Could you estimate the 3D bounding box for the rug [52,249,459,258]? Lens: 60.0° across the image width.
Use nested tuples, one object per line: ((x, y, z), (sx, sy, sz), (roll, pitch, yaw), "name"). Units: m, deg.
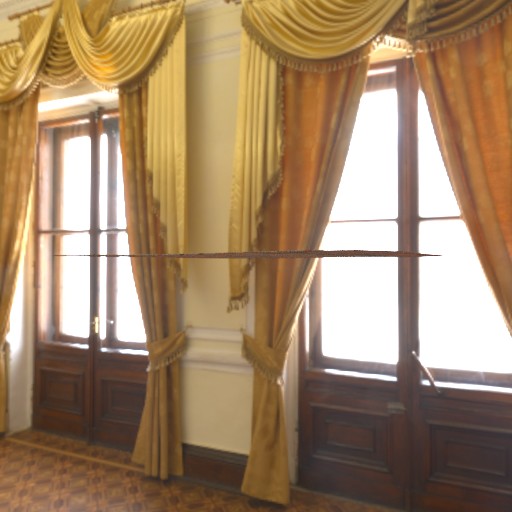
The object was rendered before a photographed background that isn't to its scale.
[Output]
((0.000, 0.000, 4.105), (3.029, 0.022, 2.263), (-1, -1, 37), "rug")
